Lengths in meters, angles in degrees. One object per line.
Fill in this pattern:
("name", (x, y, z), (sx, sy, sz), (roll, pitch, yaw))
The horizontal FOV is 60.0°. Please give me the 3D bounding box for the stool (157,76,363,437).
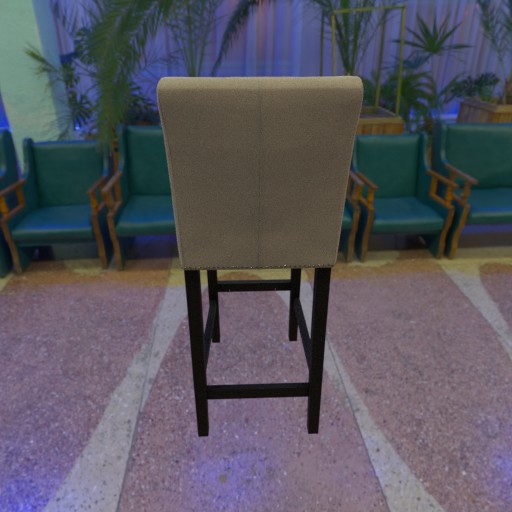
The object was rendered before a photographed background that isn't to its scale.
("stool", (0.000, 0.000, 1.319), (0.411, 1.047, 0.548), (-1, 28, -2))
